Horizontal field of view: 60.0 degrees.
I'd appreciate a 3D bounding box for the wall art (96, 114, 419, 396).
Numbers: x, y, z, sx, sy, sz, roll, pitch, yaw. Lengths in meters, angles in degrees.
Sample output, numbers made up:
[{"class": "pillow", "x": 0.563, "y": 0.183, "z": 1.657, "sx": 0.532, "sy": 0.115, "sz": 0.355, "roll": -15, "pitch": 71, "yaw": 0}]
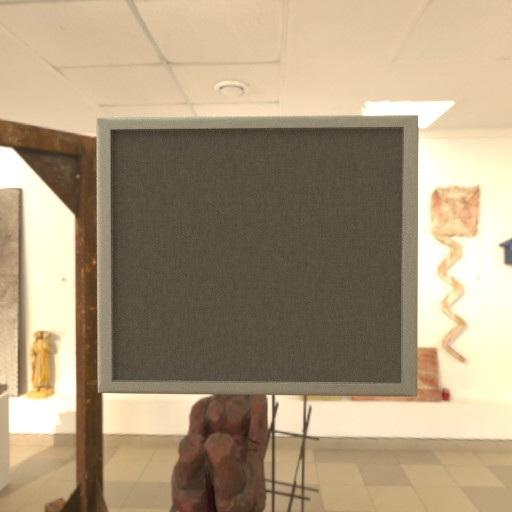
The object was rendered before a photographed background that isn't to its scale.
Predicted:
[{"class": "wall art", "x": 0.000, "y": 0.000, "z": 0.538, "sx": 0.380, "sy": 0.330, "sz": 0.028, "roll": 0, "pitch": 1, "yaw": 2}]
